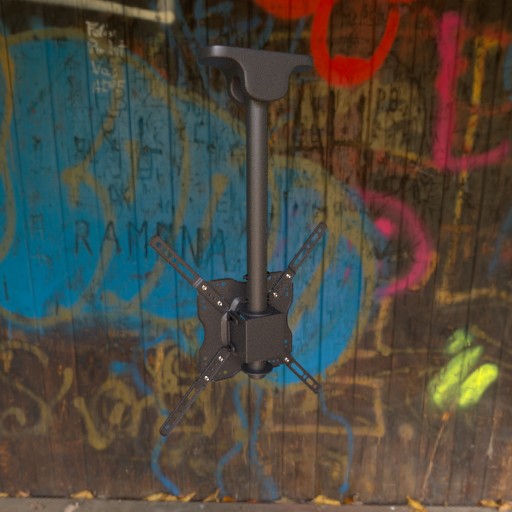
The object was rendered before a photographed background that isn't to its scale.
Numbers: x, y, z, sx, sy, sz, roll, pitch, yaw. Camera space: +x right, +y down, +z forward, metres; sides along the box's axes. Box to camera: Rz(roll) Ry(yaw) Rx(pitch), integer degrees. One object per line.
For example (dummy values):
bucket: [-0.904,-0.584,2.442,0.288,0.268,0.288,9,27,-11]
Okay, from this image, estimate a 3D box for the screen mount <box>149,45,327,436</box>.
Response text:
screen mount: [0.000,0.000,0.864,0.393,0.729,0.090,-6,14,-26]
